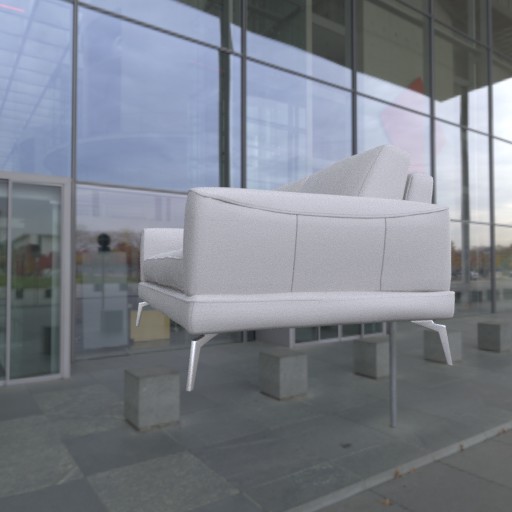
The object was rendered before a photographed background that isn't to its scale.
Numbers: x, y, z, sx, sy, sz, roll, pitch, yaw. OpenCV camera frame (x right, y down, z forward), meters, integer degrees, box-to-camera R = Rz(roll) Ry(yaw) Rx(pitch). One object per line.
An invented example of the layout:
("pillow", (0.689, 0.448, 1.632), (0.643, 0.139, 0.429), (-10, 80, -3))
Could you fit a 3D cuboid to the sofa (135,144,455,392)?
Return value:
("sofa", (0.000, 0.000, 2.404), (1.121, 0.930, 1.819), (1, -2, -20))
